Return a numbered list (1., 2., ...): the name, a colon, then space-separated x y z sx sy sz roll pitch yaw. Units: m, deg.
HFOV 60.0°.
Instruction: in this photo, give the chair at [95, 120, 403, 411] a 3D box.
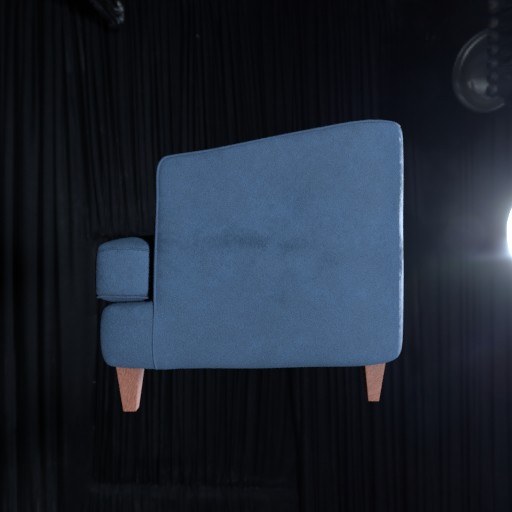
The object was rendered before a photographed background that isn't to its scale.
1. chair: 0.000 0.000 1.719 0.940 0.852 1.094 0 1 0
